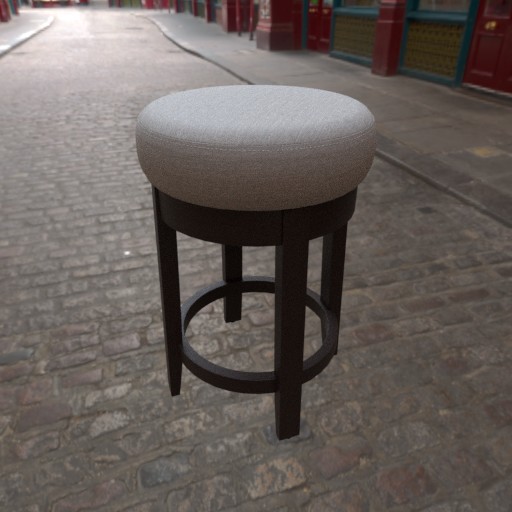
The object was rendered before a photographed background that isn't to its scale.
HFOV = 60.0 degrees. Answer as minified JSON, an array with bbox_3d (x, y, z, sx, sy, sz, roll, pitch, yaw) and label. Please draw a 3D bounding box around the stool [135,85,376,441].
[{"bbox_3d":[0.000,0.000,0.969,0.443,0.672,0.443,0,30,0],"label":"stool"}]
